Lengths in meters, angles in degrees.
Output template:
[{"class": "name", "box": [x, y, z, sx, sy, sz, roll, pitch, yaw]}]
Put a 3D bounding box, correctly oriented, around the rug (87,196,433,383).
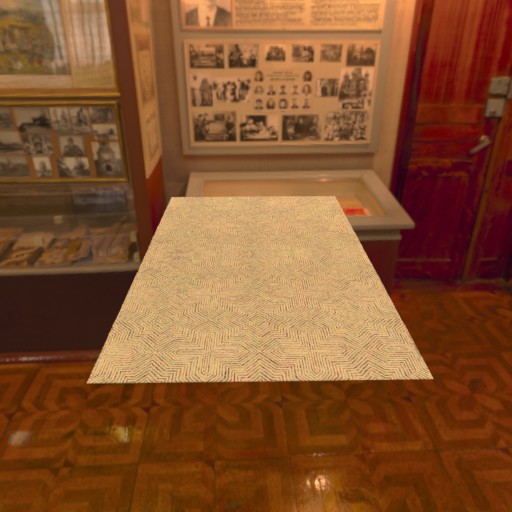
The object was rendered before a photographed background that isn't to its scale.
[{"class": "rug", "box": [0.000, 0.000, 3.020, 1.519, 0.007, 2.428, 0, 27, -1]}]
